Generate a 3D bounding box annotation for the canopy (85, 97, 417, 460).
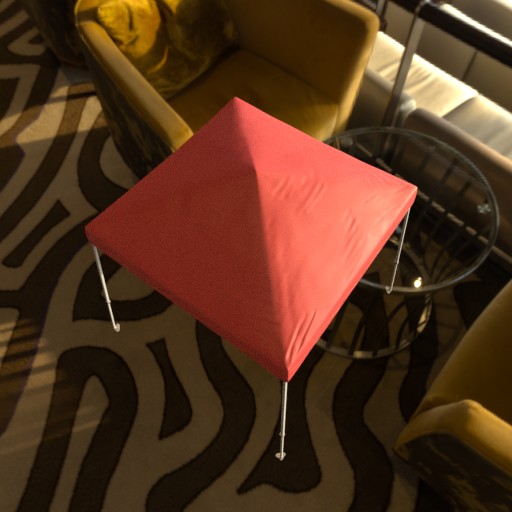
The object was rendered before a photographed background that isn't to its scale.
[{"bbox_3d":[0.000,0.000,6.477,3.599,3.600,3.600,32,63,18],"label":"canopy"}]
